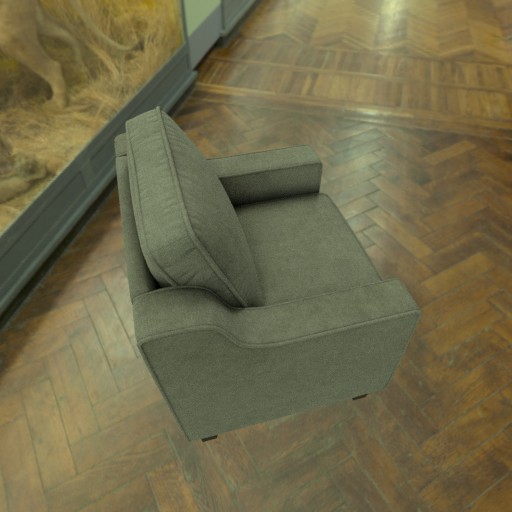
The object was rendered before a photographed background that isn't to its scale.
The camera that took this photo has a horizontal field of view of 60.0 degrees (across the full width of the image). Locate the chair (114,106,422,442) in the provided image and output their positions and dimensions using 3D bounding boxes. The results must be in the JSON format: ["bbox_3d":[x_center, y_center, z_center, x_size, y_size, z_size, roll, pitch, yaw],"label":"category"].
[{"bbox_3d":[0.000,0.000,1.612,0.840,0.944,0.926,-11,47,-11],"label":"chair"}]
